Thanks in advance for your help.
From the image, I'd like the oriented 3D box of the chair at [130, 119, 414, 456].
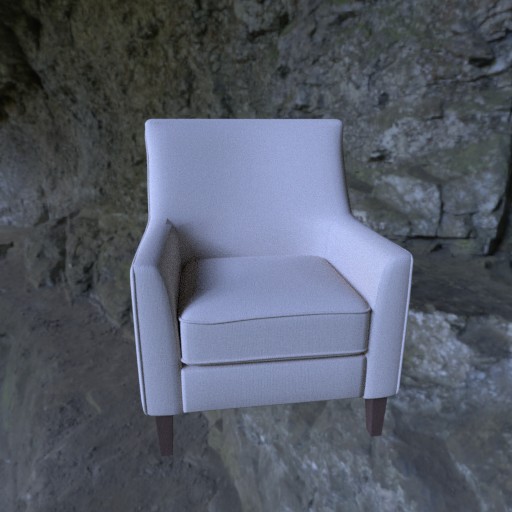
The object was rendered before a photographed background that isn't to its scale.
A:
[{"bbox_3d":[0.000,0.000,1.544,0.756,0.916,0.879,-2,17,-7],"label":"chair"}]
